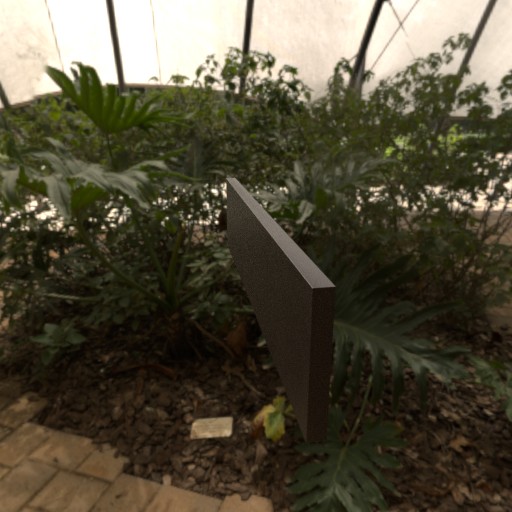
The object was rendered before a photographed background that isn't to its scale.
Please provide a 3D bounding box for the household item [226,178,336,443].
[{"bbox_3d":[0.000,0.000,1.062,0.030,0.236,1.001,-3,18,-9],"label":"household item"}]
